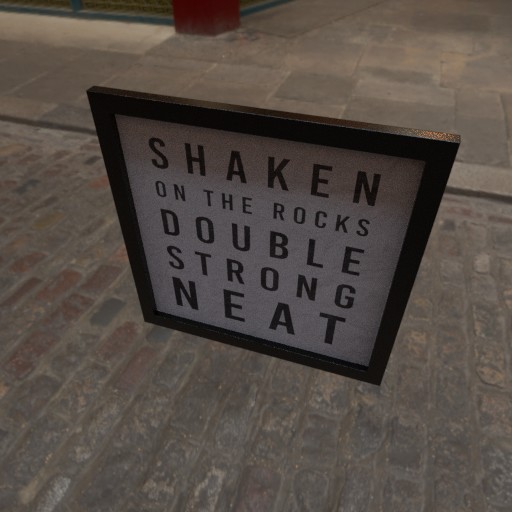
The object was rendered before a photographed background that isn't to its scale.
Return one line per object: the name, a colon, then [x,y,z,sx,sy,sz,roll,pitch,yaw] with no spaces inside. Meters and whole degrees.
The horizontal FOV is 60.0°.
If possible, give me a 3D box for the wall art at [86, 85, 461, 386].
wall art: [0.000,0.000,0.516,0.349,0.349,0.014,12,43,14]
